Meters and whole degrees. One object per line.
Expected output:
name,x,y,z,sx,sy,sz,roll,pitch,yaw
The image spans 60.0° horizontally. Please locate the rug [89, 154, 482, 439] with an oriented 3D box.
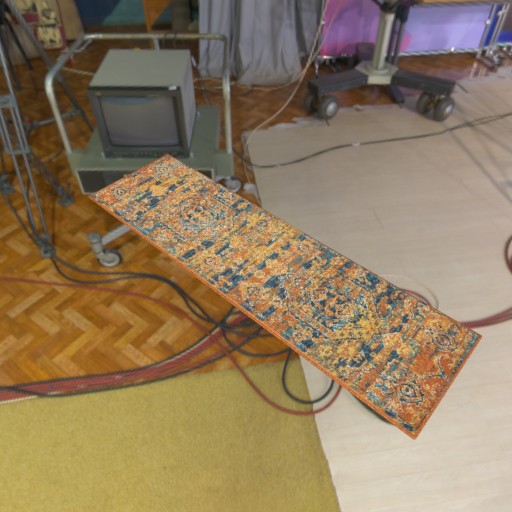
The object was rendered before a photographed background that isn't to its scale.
rug,0.000,0.000,2.435,2.274,0.016,0.651,33,54,28
